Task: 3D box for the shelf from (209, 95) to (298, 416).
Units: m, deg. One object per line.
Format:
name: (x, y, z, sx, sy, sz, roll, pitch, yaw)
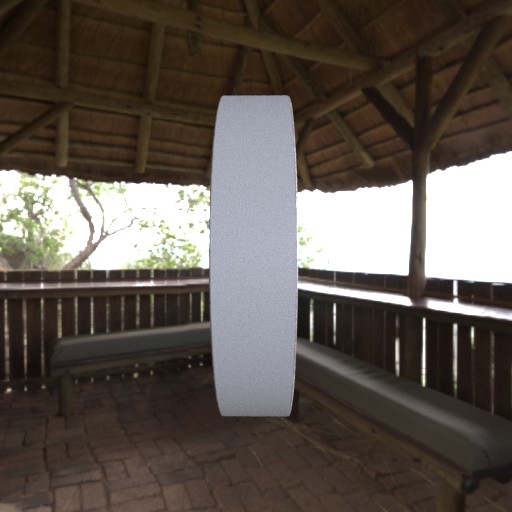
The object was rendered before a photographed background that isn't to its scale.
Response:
shelf: (0.000, 0.000, 1.185, 0.158, 0.807, 0.806, 0, 1, 1)
